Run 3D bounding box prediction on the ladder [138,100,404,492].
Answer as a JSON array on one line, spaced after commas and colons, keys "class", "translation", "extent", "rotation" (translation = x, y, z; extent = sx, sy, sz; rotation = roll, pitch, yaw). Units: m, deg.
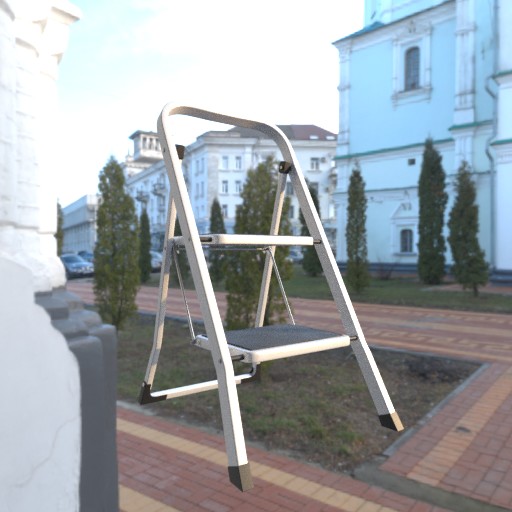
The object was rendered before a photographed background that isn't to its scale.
[{"class": "ladder", "translation": [0.000, 0.000, 1.115], "extent": [0.460, 0.810, 0.544], "rotation": [0, 1, -36]}]
